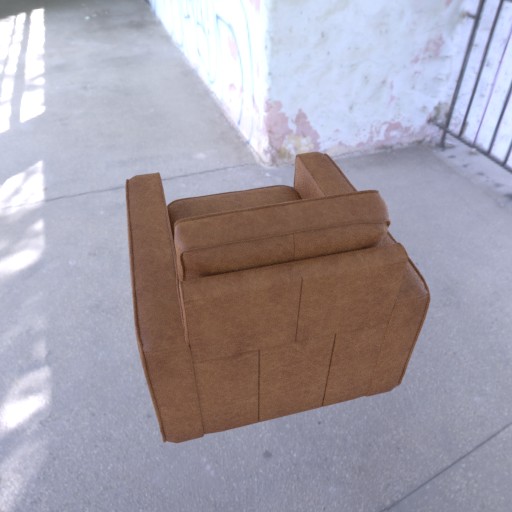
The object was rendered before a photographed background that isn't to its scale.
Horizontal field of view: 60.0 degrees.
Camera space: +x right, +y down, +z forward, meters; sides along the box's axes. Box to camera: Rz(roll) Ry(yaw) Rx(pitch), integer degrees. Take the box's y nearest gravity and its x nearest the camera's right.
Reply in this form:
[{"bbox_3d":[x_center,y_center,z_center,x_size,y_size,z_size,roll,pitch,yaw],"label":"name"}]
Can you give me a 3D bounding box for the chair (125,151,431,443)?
[{"bbox_3d":[0.000,0.000,1.773,0.987,0.901,1.027,-12,43,-13],"label":"chair"}]
